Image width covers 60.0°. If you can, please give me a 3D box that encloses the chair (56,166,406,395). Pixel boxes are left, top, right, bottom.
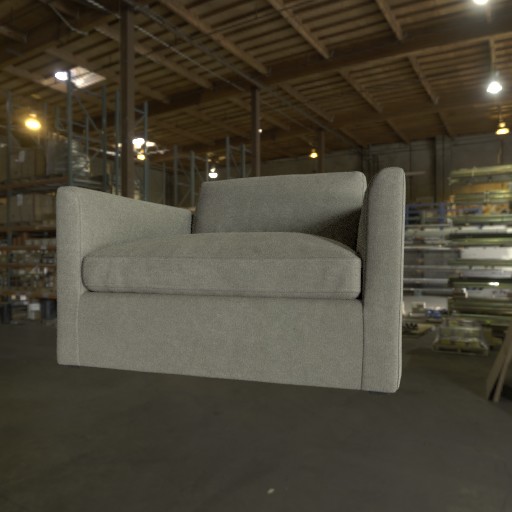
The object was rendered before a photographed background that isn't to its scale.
[{"bbox_3d":[0.000,0.000,1.904,1.190,0.845,1.091,0,0,17],"label":"chair"}]
